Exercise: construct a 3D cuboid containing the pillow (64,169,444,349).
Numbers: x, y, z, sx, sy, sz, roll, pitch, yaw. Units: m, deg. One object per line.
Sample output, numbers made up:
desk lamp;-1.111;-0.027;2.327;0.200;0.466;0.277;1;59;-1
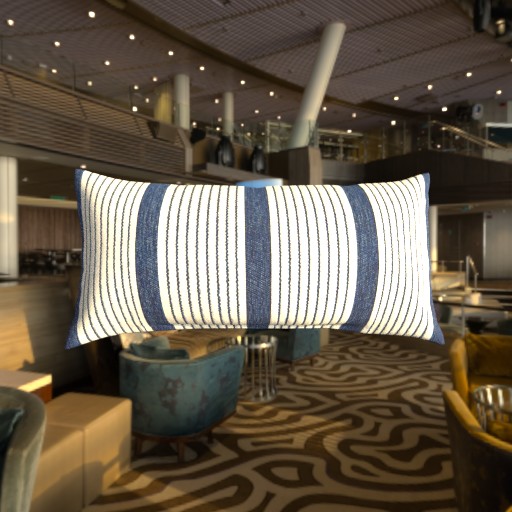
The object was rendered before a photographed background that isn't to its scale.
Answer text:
pillow;0.000;0.000;0.729;0.608;0.292;0.156;0;1;-2
